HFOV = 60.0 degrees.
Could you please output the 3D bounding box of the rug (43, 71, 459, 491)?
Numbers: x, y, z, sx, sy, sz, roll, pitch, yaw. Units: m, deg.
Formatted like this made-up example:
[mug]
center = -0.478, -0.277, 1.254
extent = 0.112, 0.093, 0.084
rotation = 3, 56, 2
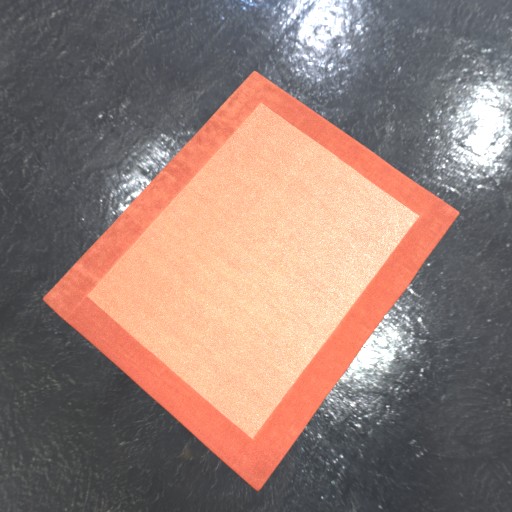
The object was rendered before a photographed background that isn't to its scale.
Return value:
[rug]
center = 0.000, 0.000, 3.958
extent = 2.430, 0.018, 2.976
rotation = 38, 79, 9
